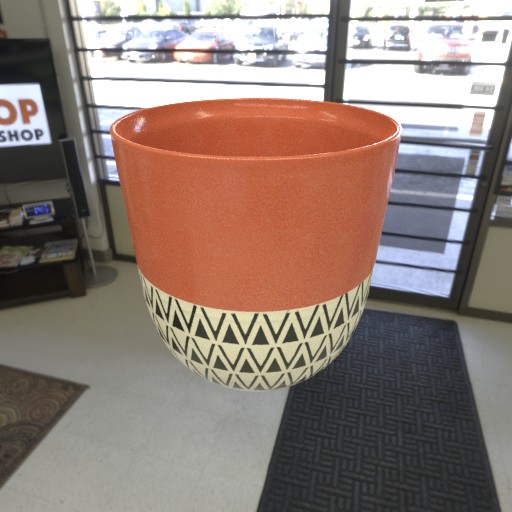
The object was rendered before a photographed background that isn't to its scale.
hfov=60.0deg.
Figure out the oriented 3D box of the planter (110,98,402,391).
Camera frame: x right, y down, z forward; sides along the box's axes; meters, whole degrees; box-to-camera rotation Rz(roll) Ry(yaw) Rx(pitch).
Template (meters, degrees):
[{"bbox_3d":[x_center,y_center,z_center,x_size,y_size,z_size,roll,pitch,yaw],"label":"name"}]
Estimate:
[{"bbox_3d":[0.000,0.000,0.357,0.195,0.214,0.195,0,28,0],"label":"planter"}]
